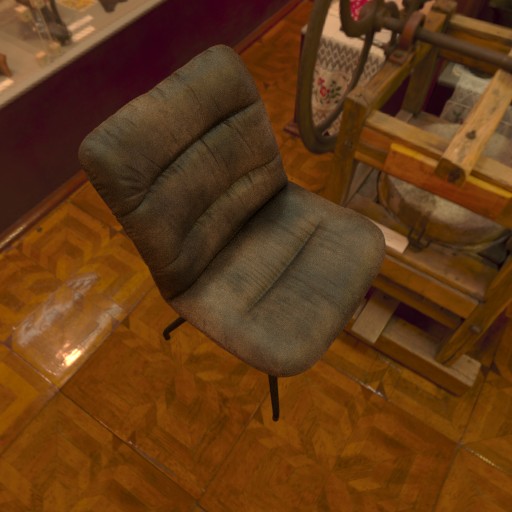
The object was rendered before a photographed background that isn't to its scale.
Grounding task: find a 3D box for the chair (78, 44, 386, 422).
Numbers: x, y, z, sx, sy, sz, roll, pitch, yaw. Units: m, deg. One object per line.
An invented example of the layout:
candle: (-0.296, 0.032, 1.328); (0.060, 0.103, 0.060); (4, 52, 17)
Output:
chair: (0.000, 0.000, 1.247); (0.622, 0.870, 0.549); (32, 63, 19)
